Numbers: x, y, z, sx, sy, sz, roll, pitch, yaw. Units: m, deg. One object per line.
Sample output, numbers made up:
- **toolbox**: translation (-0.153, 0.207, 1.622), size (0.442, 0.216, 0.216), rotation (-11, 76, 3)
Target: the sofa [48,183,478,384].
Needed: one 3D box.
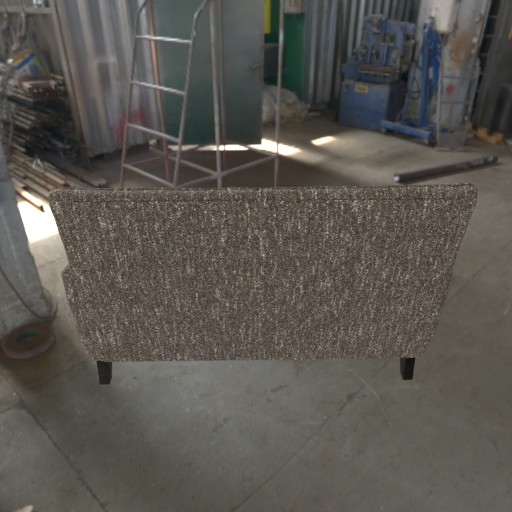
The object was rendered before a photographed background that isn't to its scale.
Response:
- **sofa**: translation (0.000, 0.000, 2.007), size (1.519, 0.946, 0.801), rotation (-1, 30, -1)
